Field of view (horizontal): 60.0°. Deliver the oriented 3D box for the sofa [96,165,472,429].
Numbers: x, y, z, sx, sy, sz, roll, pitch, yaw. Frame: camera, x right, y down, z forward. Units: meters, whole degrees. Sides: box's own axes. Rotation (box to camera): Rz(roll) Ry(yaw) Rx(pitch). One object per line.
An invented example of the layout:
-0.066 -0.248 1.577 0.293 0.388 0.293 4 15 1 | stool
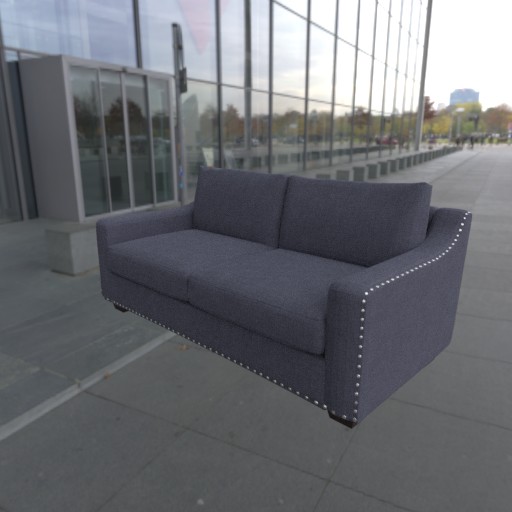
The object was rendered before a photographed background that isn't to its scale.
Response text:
0.000 0.000 3.305 2.550 1.196 1.336 14 21 42 | sofa
